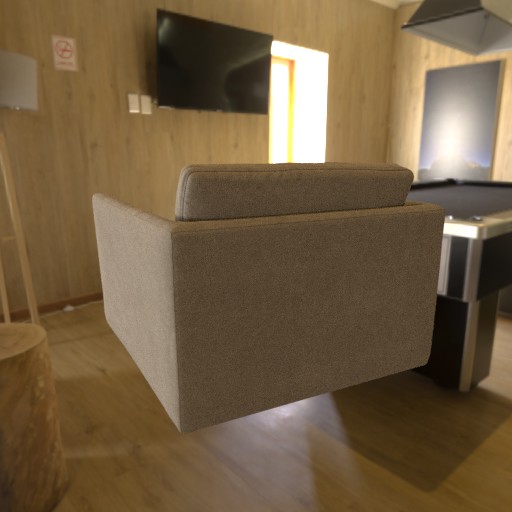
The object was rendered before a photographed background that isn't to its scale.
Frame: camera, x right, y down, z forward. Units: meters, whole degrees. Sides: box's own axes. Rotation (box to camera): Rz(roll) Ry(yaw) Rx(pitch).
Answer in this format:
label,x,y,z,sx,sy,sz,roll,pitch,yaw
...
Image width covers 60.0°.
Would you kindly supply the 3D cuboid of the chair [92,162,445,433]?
label,x,y,z,sx,sy,sz,roll,pitch,yaw
chair,0.000,0.000,1.918,1.190,0.845,1.091,-7,15,-25
